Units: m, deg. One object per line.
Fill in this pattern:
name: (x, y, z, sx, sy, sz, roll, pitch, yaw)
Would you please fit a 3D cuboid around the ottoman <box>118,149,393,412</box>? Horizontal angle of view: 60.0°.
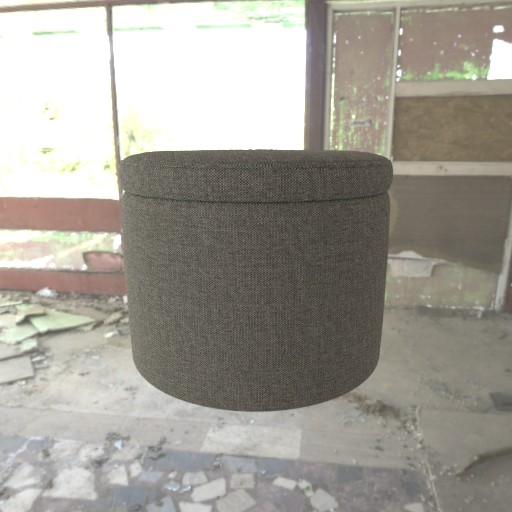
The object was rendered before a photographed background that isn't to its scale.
ottoman: (0.000, 0.000, 0.914, 0.520, 0.430, 0.520, 0, 14, 0)
